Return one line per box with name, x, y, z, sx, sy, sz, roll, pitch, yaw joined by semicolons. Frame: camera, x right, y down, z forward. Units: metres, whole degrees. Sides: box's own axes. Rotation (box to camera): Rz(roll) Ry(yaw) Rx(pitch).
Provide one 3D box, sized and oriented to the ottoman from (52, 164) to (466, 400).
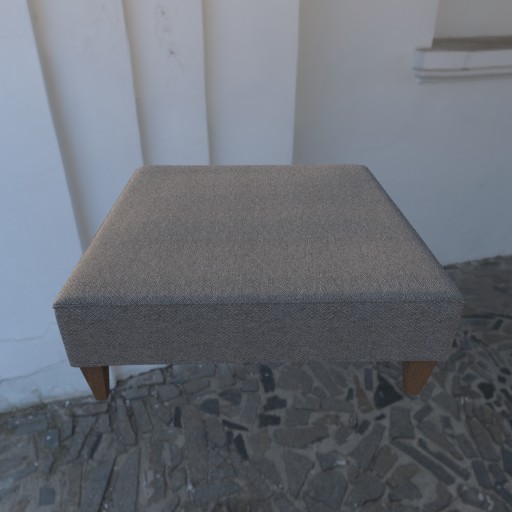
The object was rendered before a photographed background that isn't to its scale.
ottoman;0.000;0.000;1.510;0.970;0.378;0.981;-1;30;-1
